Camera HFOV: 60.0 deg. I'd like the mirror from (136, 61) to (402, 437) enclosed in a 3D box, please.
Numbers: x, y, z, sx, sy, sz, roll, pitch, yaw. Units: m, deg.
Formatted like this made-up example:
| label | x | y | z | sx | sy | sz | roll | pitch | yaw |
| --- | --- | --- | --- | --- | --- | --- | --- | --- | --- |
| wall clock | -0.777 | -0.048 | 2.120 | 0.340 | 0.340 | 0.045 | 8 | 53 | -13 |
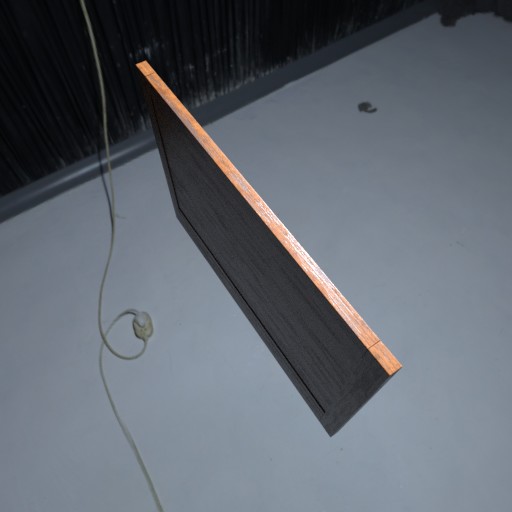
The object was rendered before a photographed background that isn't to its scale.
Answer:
| label | x | y | z | sx | sy | sz | roll | pitch | yaw |
| --- | --- | --- | --- | --- | --- | --- | --- | --- | --- |
| mirror | 0.000 | 0.000 | 0.983 | 0.084 | 0.537 | 0.758 | -30 | 64 | -16 |
